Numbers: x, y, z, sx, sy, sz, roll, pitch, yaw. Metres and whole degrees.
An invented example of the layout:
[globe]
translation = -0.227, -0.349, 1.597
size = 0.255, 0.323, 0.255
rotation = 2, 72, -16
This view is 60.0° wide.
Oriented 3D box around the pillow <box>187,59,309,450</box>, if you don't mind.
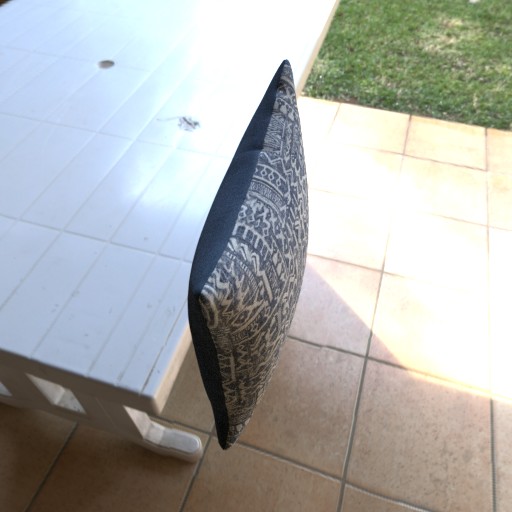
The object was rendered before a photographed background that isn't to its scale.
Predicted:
[pillow]
translation = 0.000, 0.000, 0.804
size = 0.180, 0.487, 0.546
rotation = 9, 50, 8
